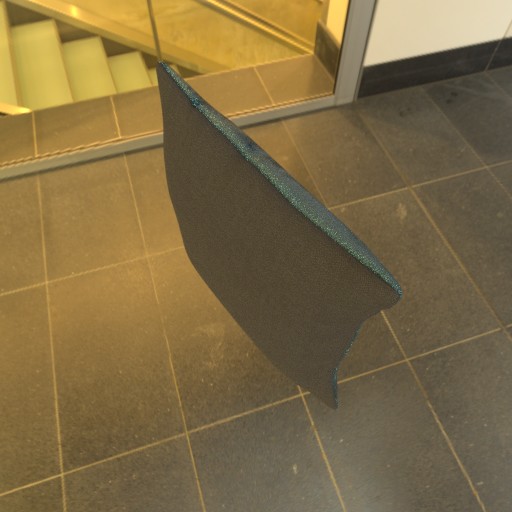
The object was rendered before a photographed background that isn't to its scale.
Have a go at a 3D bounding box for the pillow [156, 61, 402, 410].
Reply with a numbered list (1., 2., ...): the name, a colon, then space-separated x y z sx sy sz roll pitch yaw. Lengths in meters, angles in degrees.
1. pillow: 0.000 0.000 0.658 0.138 0.430 0.436 -33 63 -19
